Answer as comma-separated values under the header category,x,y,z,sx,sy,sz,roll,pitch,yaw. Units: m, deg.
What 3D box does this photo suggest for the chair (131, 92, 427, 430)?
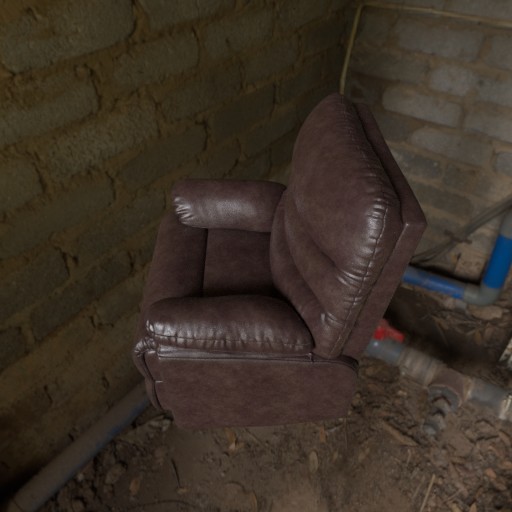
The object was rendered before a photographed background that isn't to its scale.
category,x,y,z,sx,sy,sz,roll,pitch,yaw
chair,0.000,0.000,1.723,0.879,1.041,0.940,-1,41,-1
